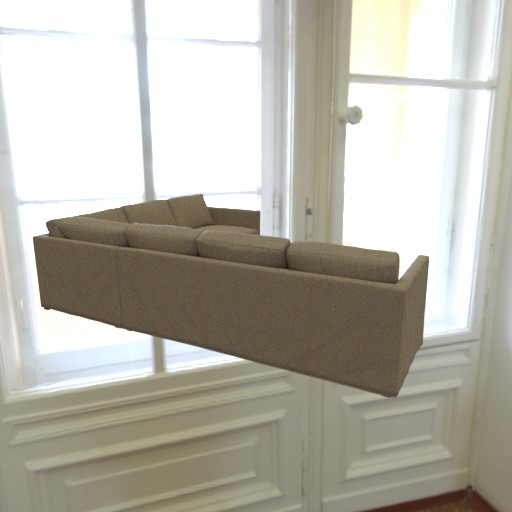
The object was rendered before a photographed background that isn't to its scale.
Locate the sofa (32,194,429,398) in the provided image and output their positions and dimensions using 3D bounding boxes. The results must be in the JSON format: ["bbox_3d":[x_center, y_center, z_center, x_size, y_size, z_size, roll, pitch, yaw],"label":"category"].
[{"bbox_3d":[0.000,0.000,4.229,3.182,0.871,2.432,7,16,27],"label":"sofa"}]
